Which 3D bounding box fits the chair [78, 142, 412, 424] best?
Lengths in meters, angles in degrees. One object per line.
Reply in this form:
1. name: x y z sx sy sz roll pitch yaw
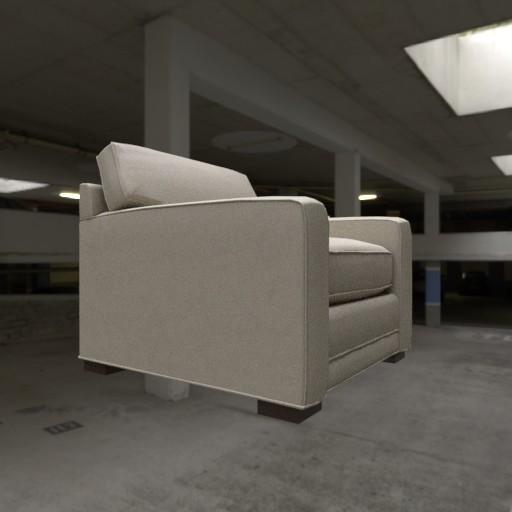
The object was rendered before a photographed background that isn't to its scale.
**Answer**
1. chair: 0.000 0.000 1.871 1.043 0.913 0.998 0 0 35
